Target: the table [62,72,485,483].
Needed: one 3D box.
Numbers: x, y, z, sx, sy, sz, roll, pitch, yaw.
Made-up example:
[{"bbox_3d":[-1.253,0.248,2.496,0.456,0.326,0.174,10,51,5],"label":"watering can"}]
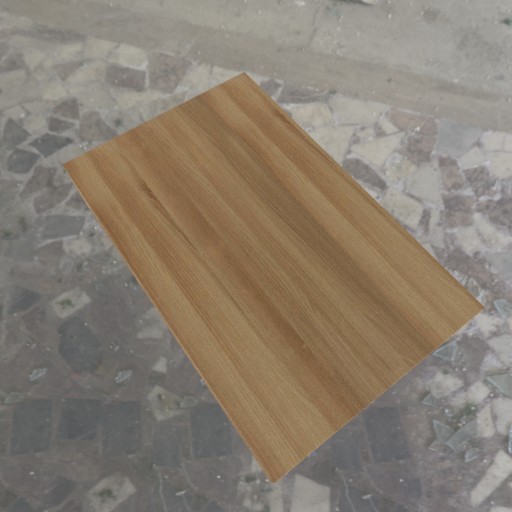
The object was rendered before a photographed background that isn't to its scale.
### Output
[{"bbox_3d":[0.000,0.000,1.428,0.700,0.330,1.100,-33,68,-15],"label":"table"}]
